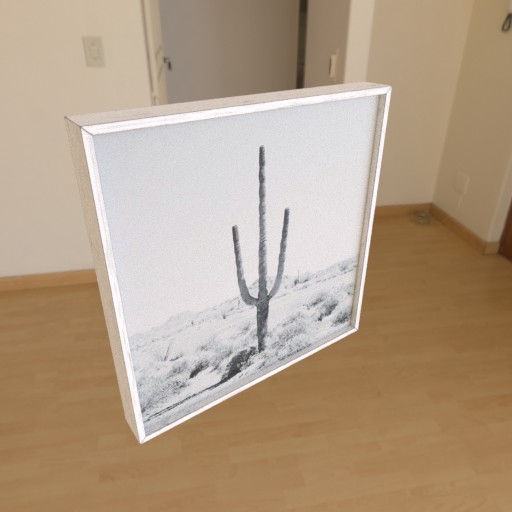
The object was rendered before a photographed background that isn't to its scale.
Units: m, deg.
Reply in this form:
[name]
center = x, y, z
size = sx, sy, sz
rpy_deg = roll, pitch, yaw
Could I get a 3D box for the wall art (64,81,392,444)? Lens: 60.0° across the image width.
[wall art]
center = 0.000, 0.000, 0.449
size = 0.305, 0.305, 0.038
rpy_deg = -19, 34, -31
